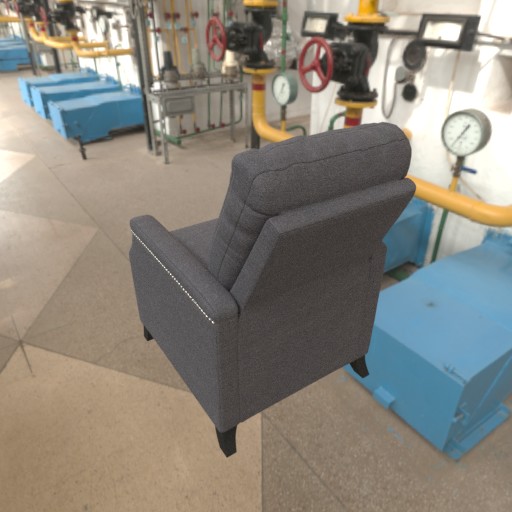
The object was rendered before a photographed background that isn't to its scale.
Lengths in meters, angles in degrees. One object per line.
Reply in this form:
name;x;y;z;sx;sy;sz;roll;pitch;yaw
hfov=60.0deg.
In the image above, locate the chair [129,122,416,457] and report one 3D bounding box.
chair;0.000;0.000;1.647;0.710;1.049;0.922;-19;36;-29
